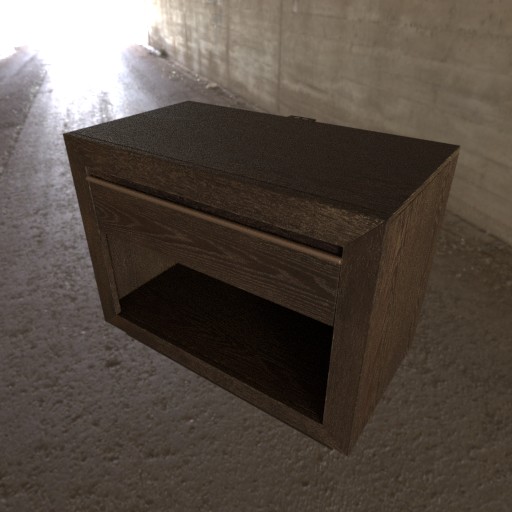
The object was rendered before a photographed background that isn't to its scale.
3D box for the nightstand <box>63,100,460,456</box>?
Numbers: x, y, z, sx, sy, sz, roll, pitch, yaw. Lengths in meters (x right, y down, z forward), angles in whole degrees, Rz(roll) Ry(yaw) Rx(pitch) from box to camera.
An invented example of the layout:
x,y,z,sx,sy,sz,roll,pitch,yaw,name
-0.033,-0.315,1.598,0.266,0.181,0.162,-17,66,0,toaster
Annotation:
x,y,z,sx,sy,sz,roll,pitch,yaw,name
0.000,0.000,1.144,0.775,0.612,0.457,20,36,29,nightstand
